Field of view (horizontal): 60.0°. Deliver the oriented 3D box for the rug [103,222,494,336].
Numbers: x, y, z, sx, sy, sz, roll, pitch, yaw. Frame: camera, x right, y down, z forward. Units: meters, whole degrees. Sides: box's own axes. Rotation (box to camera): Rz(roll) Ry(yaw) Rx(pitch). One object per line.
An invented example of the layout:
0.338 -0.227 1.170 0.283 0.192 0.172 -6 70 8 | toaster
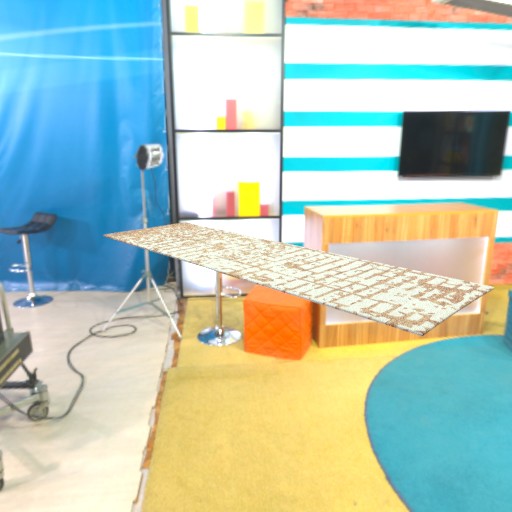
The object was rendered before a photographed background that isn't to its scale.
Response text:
0.000 0.000 2.667 0.750 0.011 2.435 -14 20 -43 | rug
